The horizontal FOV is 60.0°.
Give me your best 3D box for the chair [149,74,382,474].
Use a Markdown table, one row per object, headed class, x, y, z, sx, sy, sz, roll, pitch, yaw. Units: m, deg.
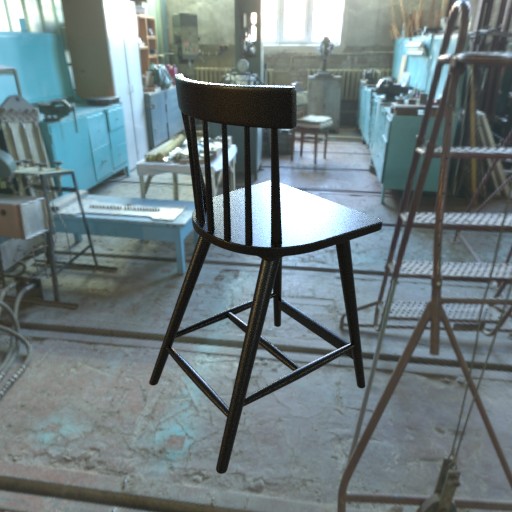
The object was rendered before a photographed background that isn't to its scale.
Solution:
| class | x | y | z | sx | sy | sz | roll | pitch | yaw |
| --- | --- | --- | --- | --- | --- | --- | --- | --- | --- |
| chair | 0.000 | 0.000 | 1.272 | 0.572 | 0.952 | 0.483 | -18 | 31 | -33 |
